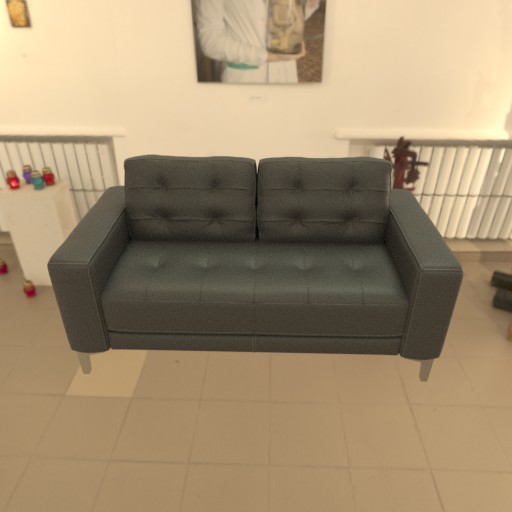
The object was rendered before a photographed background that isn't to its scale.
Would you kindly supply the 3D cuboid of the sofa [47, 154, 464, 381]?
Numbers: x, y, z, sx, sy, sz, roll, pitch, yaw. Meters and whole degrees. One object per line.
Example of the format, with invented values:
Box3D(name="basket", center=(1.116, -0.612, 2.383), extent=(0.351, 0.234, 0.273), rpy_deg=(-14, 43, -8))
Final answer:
Box3D(name="sofa", center=(0.000, 0.000, 2.217), extent=(1.726, 0.893, 0.833), rpy_deg=(1, 31, 1))
